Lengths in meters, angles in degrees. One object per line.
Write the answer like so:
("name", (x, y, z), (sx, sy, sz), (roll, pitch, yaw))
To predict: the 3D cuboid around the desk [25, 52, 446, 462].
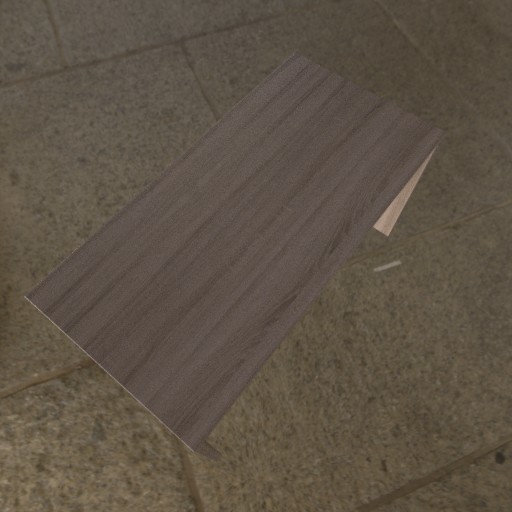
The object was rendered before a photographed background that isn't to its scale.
("desk", (0.000, 0.000, 1.816), (0.690, 0.745, 1.380), (35, 68, 16))
